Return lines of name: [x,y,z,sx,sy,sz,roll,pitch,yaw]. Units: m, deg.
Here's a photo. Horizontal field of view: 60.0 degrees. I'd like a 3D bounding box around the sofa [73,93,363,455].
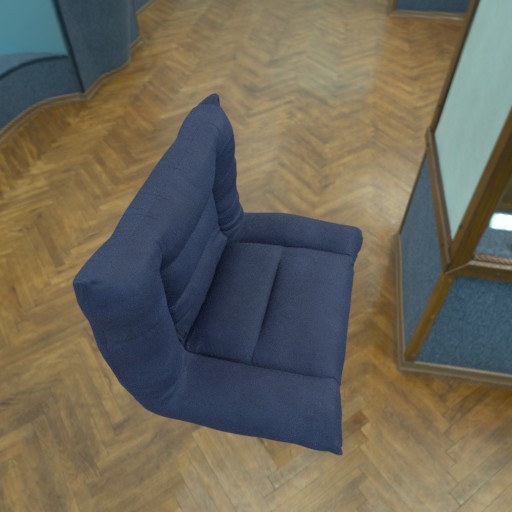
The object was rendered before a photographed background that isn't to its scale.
sofa: [0.000,0.000,1.700,0.849,0.778,1.122,10,47,9]
